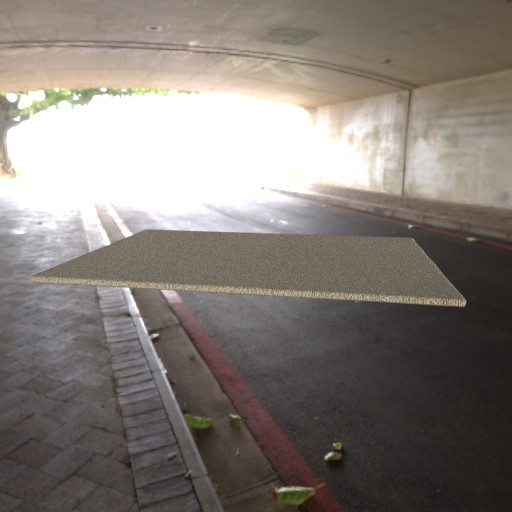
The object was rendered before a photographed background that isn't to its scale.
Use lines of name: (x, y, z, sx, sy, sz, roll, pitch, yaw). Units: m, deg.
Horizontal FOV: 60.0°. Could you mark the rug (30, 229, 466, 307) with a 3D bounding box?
rug: (0.000, 0.000, 2.346, 1.778, 0.030, 1.219, 2, 13, 10)
